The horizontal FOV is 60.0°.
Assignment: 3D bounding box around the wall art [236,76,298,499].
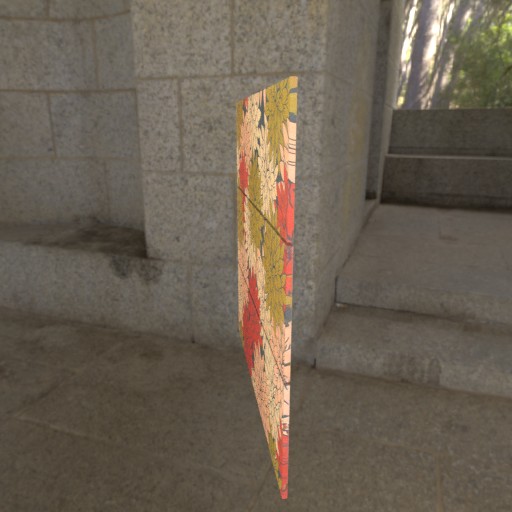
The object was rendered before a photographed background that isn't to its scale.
[{"bbox_3d":[0.000,0.000,1.331,0.013,0.913,0.904,-2,16,-8],"label":"wall art"}]
